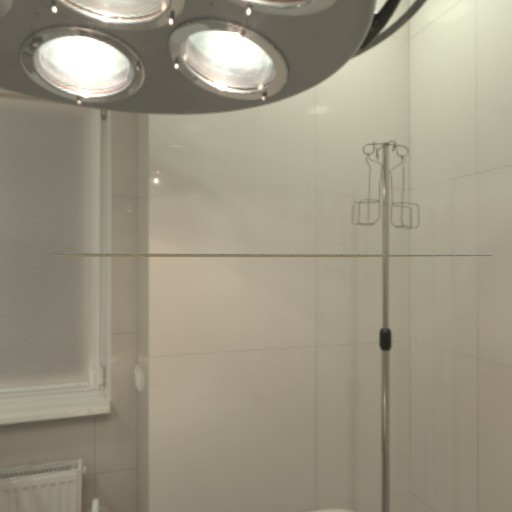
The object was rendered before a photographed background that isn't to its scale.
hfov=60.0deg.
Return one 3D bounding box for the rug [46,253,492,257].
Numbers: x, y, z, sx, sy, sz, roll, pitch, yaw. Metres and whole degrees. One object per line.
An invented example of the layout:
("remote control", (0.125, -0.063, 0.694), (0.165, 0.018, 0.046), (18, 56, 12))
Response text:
("rug", (0.000, 0.000, 3.665), (2.895, 0.006, 1.982), (0, 0, -18))
